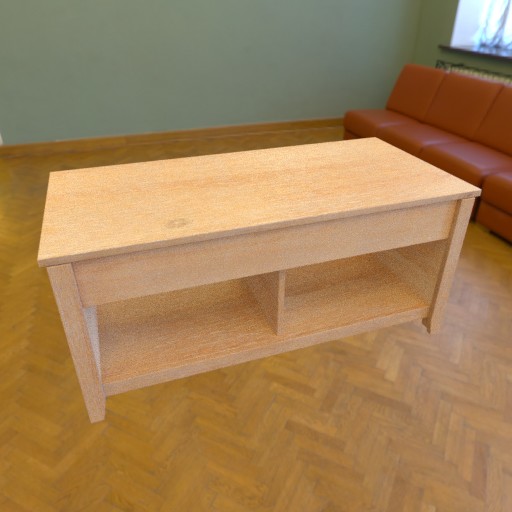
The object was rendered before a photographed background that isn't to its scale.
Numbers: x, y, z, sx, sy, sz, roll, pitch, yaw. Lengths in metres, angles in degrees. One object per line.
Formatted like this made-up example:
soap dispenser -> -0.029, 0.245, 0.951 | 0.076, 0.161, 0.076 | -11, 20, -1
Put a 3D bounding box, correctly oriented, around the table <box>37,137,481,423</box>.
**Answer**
table -> 0.000, 0.000, 1.267 | 1.016, 0.457, 0.483 | -10, 32, -16
